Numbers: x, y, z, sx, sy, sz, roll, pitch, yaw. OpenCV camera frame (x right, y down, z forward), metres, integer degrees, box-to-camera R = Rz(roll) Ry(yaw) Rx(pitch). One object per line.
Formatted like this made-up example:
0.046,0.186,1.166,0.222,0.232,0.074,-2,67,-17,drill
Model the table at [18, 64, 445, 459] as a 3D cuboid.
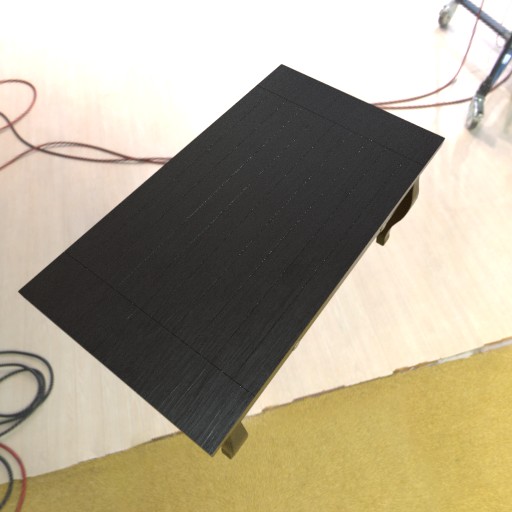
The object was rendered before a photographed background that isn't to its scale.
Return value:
0.000,0.000,1.367,0.600,0.494,1.062,32,64,18,table
